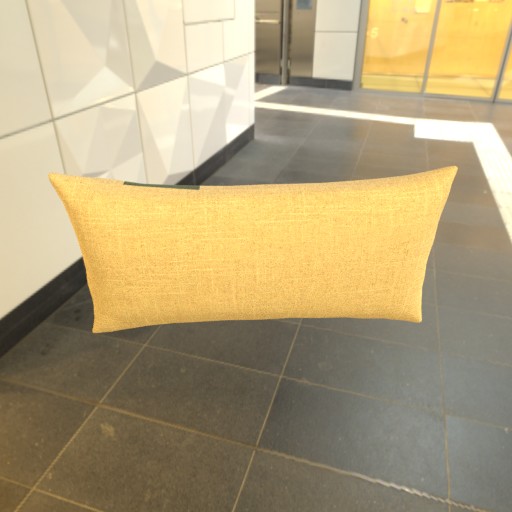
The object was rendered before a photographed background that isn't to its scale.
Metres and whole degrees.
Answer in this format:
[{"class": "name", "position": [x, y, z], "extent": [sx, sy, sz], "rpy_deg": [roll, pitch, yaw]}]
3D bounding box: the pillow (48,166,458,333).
[{"class": "pillow", "position": [0.000, 0.000, 1.040], "extent": [0.859, 0.429, 0.197], "rpy_deg": [-1, 30, -2]}]
